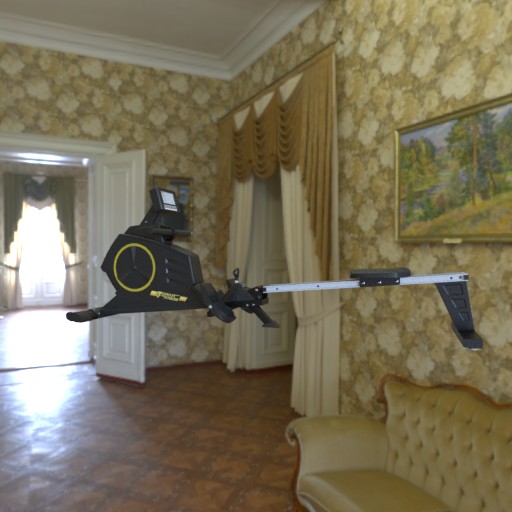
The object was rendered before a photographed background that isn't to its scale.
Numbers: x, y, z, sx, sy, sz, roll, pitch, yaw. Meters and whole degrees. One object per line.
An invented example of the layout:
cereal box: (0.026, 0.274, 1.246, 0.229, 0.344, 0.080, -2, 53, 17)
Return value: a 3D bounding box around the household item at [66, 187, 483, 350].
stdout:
household item: (0.000, 0.000, 2.522, 2.251, 0.810, 0.521, 0, 1, 18)
